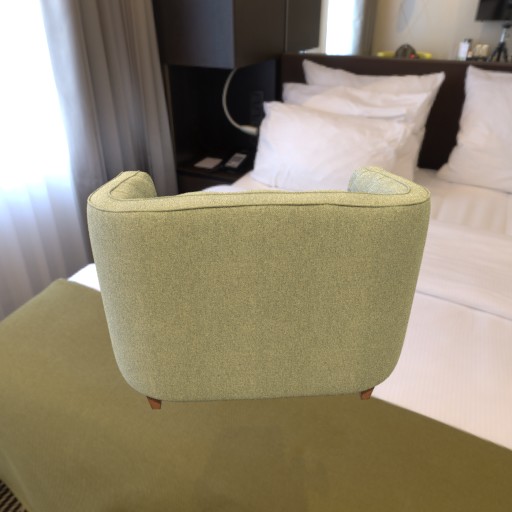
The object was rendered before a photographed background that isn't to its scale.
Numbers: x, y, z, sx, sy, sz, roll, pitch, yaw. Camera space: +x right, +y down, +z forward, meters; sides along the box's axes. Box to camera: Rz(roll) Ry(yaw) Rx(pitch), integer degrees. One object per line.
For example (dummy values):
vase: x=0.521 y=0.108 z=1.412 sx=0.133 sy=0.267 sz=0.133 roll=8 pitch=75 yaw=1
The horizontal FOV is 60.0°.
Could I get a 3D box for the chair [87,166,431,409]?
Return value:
chair: x=0.000 y=0.000 z=1.760 sx=1.094 sy=0.852 sz=0.945 roll=-2 pitch=30 yaw=-3
